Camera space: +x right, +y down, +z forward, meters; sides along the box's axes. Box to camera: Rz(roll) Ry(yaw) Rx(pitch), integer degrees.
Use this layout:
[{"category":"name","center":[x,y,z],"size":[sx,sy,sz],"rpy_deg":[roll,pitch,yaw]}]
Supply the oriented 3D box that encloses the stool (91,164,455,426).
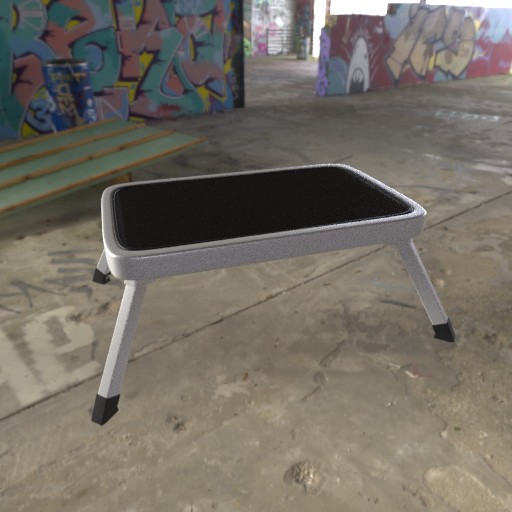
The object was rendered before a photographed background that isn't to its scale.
[{"category":"stool","center":[0.000,0.000,0.614],"size":[0.460,0.170,0.320],"rpy_deg":[-9,29,-16]}]
